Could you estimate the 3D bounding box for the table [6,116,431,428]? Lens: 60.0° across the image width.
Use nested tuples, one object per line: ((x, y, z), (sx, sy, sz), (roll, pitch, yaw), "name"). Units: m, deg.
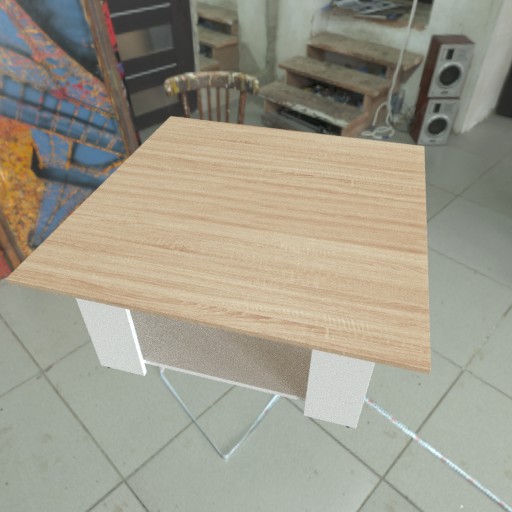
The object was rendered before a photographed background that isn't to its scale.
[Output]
((0.000, 0.000, 1.005), (0.670, 0.305, 0.670), (10, 42, 12), "table")
